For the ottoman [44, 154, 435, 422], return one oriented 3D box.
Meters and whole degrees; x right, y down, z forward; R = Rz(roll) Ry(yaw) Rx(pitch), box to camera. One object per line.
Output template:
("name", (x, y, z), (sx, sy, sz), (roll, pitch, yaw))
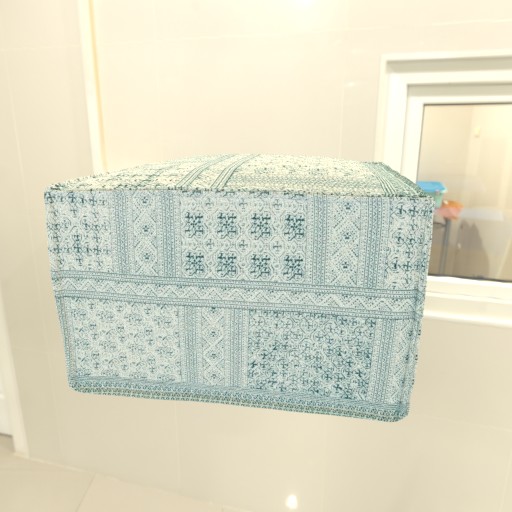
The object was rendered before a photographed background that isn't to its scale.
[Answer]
("ottoman", (0.000, 0.000, 1.013), (0.617, 0.439, 0.626), (2, 16, 8))
